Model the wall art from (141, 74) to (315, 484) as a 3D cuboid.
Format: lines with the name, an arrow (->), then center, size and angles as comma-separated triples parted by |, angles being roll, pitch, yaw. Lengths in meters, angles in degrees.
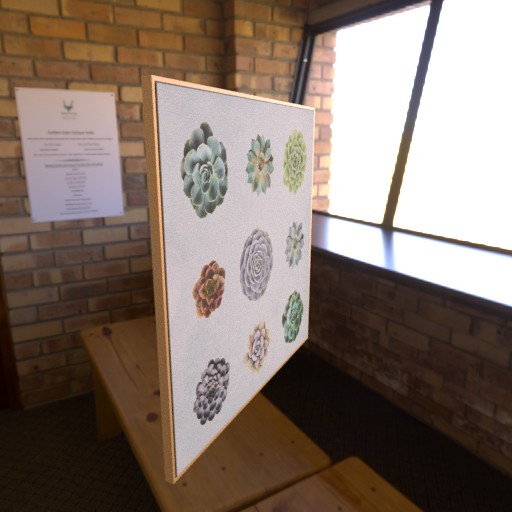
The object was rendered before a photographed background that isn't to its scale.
wall art -> 0.000, 0.000, 0.670 | 0.013, 0.455, 0.457 | 7, 16, 26
